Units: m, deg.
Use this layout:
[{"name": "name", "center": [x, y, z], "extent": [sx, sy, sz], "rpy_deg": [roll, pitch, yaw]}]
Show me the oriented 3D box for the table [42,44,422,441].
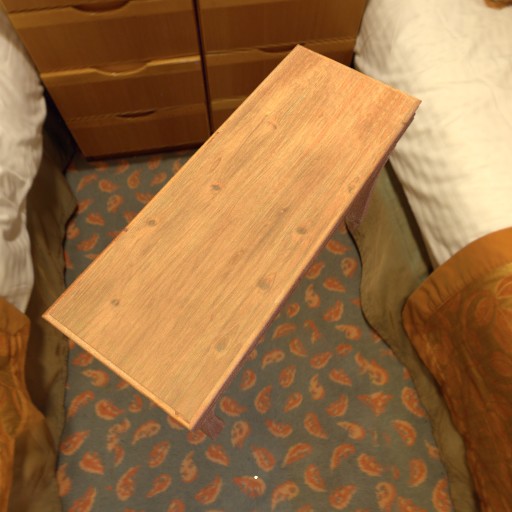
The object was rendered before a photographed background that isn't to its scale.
[{"name": "table", "center": [0.000, 0.000, 1.785], "extent": [0.522, 0.873, 1.330], "rpy_deg": [32, 68, 15]}]
